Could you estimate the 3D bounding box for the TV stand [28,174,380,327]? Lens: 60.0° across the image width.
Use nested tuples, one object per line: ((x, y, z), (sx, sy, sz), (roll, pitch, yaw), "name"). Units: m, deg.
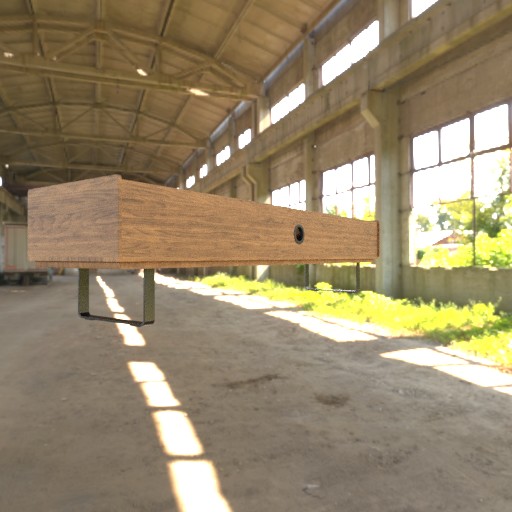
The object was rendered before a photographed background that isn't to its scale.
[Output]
((0.000, 0.000, 1.981), (0.467, 0.415, 1.796), (0, 0, 36), "TV stand")
